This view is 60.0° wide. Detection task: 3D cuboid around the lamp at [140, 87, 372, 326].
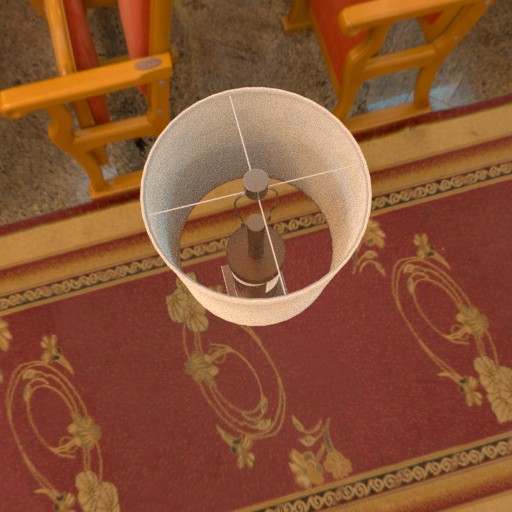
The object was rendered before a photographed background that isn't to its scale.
[{"bbox_3d":[0.000,0.000,0.618,0.202,0.509,0.202,-14,76,-4],"label":"lamp"}]
